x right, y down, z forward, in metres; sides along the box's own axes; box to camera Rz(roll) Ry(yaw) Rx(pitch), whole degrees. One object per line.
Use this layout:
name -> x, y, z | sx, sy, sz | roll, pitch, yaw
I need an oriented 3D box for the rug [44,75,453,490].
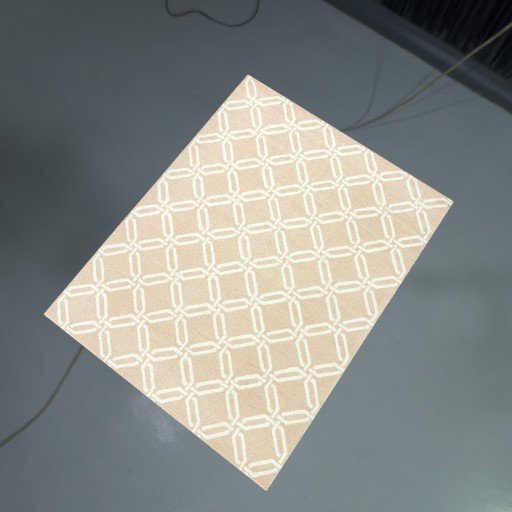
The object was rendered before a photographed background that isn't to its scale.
rug -> 0.000, 0.000, 3.840 | 2.288, 0.018, 2.895 | 35, 77, 9
